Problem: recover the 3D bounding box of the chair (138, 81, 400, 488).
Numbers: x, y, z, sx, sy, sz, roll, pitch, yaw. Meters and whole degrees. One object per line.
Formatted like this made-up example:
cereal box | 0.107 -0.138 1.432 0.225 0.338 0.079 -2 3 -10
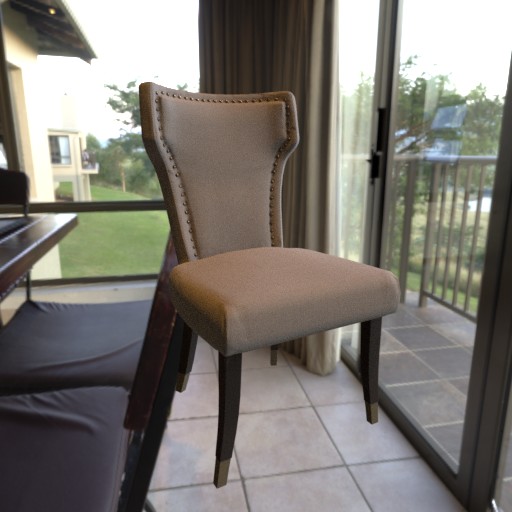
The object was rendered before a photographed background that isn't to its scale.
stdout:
chair | 0.000 0.000 1.269 0.526 0.950 0.630 -8 16 -29
